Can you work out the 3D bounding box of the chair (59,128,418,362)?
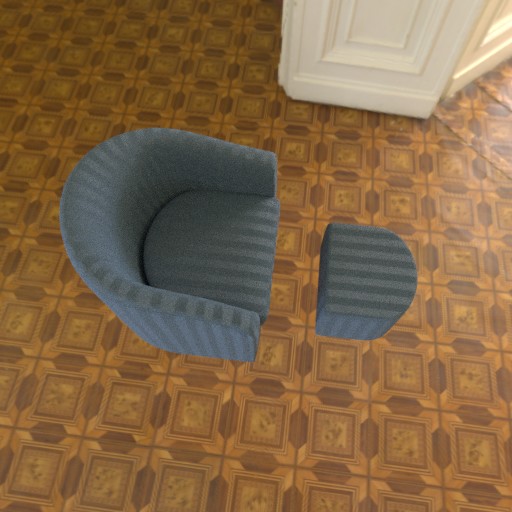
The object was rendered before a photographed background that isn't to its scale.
[{"bbox_3d":[0.000,0.000,1.762,1.288,0.757,0.756,6,64,3],"label":"chair"}]
